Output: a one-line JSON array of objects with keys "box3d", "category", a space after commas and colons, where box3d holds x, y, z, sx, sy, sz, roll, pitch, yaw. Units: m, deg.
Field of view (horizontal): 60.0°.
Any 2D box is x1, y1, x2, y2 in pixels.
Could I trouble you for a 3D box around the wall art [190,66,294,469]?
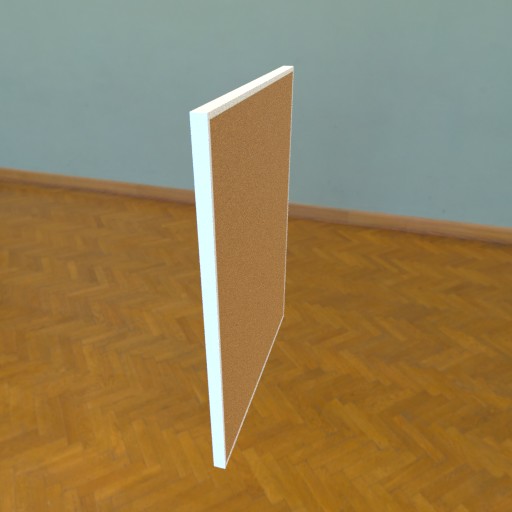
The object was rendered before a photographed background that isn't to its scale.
[{"box3d": [0.000, 0.000, 1.427, 0.039, 1.050, 0.795, 8, 30, 14], "category": "wall art"}]
